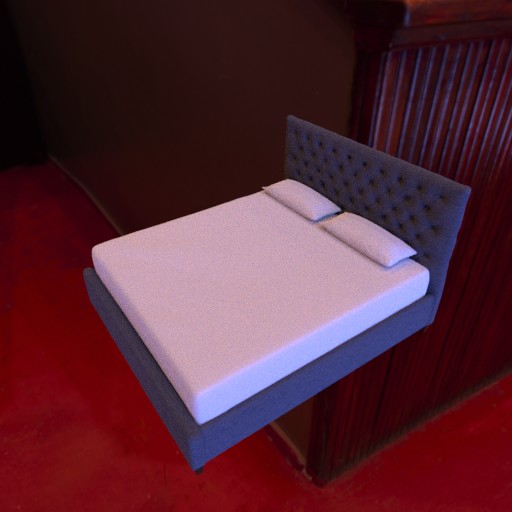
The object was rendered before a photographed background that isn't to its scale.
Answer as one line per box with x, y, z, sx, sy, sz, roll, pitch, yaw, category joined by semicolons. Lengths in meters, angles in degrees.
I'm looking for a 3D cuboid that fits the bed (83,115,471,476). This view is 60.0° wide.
0.000;0.000;3.686;2.387;1.427;2.078;-22;40;-28;bed
